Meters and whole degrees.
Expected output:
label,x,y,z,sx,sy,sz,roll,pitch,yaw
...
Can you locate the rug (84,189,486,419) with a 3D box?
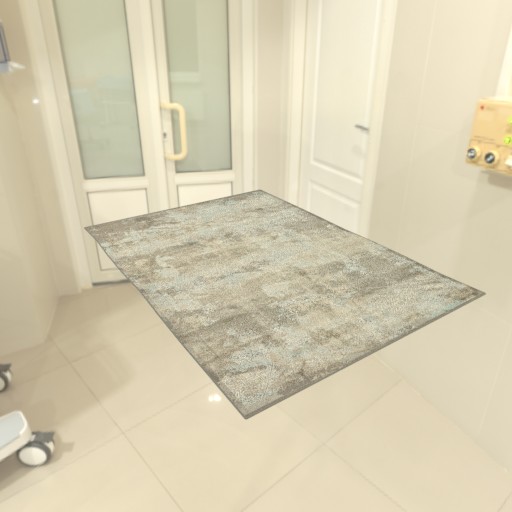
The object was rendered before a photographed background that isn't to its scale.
label,x,y,z,sx,sy,sz,roll,pitch,yaw
rug,0.000,0.000,4.301,2.393,0.013,3.307,-17,31,-30
